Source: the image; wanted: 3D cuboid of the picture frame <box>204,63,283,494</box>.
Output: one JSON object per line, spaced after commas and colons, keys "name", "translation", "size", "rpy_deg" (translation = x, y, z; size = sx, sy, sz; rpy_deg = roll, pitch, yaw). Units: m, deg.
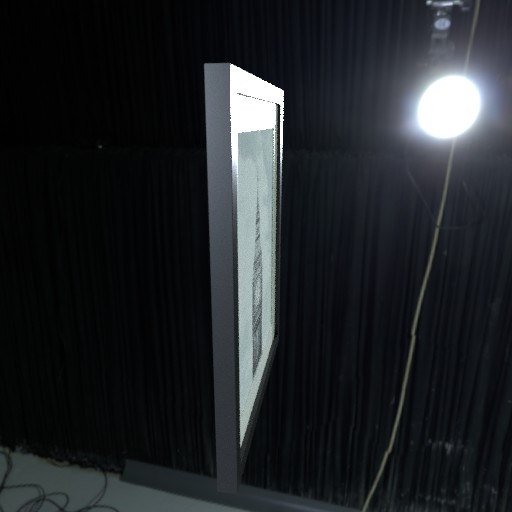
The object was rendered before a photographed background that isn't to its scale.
{"name": "picture frame", "translation": [0.000, 0.000, 0.757], "size": [0.028, 0.556, 0.460], "rpy_deg": [3, 17, 10]}
